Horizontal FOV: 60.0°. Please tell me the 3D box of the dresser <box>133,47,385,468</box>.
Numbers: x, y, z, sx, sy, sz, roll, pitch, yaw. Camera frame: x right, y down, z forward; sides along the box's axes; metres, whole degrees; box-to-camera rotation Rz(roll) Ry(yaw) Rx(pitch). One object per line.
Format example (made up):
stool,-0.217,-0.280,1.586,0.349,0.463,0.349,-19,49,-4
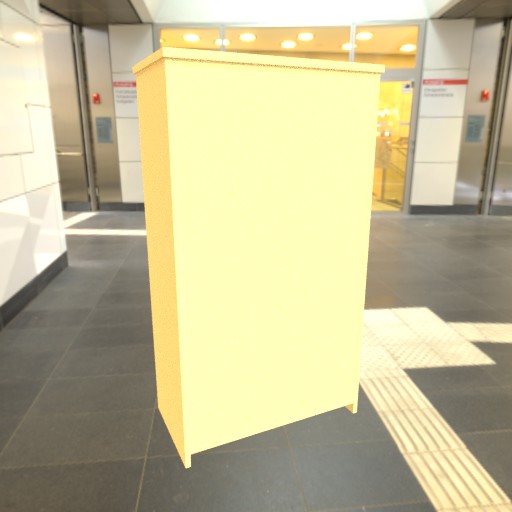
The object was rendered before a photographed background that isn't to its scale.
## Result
dresser,0.000,0.000,1.581,0.704,1.255,0.399,-7,17,-25
